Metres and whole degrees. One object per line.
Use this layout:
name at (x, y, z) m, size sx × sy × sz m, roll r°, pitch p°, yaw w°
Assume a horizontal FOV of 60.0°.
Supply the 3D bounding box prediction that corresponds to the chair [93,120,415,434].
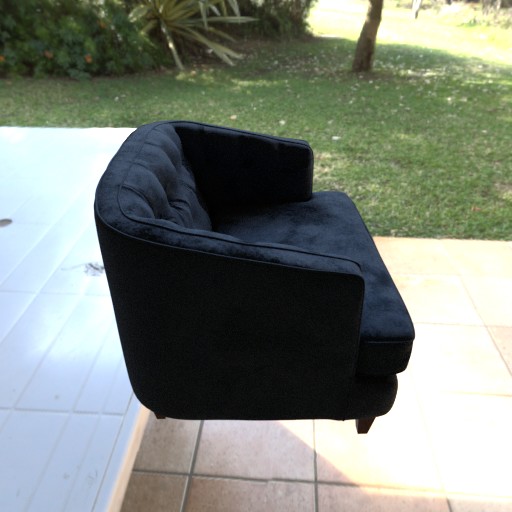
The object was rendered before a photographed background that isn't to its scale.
chair at (0.000, 0.000, 1.705) m, size 0.940 × 0.852 × 1.094 m, roll -1°, pitch 33°, yaw -2°
